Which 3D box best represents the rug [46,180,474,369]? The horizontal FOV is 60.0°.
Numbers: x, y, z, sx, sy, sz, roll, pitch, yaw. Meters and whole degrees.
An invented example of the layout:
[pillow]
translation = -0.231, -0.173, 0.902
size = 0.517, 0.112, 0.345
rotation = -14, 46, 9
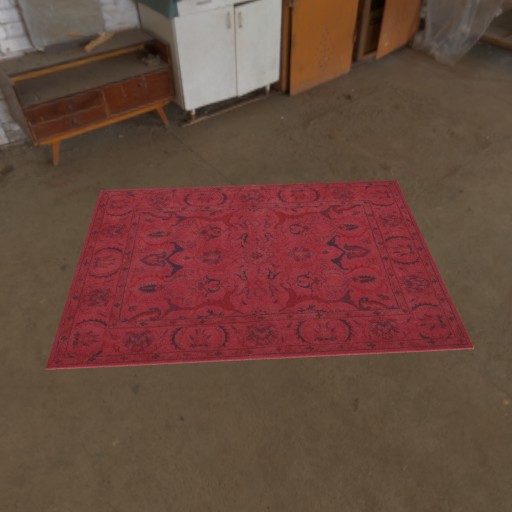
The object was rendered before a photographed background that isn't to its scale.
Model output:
[rug]
translation = 0.000, 0.000, 2.290
size = 1.814, 0.008, 1.209
rotation = -2, 46, -2
